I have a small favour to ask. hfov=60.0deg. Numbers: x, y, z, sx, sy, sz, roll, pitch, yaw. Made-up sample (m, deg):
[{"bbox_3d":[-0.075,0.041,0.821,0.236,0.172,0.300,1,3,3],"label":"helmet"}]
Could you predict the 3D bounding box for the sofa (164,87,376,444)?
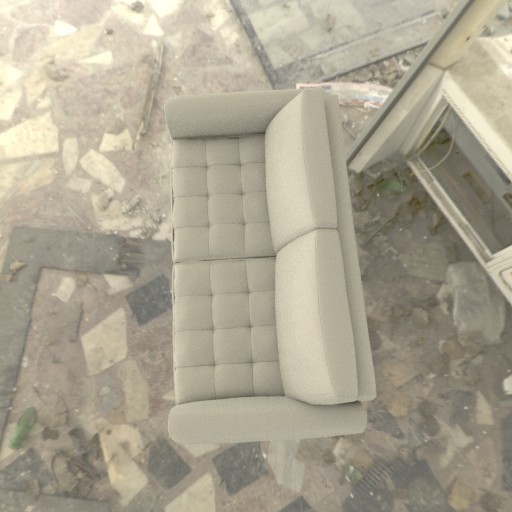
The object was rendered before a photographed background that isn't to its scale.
[{"bbox_3d":[0.000,0.000,2.774,1.121,0.930,2.177,-4,75,-1],"label":"sofa"}]
